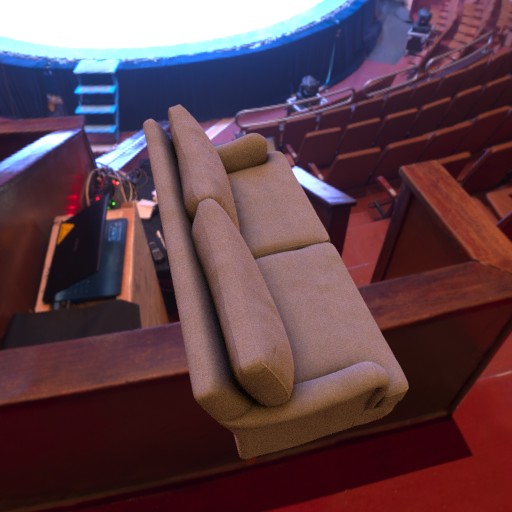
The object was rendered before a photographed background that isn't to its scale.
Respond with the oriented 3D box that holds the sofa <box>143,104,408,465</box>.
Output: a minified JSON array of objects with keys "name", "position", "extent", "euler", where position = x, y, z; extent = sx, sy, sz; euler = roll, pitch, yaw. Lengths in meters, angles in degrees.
[{"name":"sofa","position":[0.000,0.000,2.813],"extent":[1.069,1.096,2.193],"euler":[-11,48,-10]}]
